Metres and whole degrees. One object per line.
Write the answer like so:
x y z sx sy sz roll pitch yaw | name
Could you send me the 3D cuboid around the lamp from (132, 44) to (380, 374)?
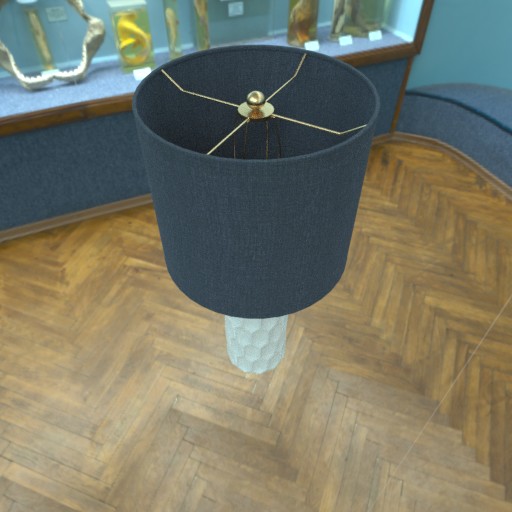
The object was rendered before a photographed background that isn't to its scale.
0.000 0.000 0.696 0.277 0.537 0.277 -17 48 -15 | lamp
